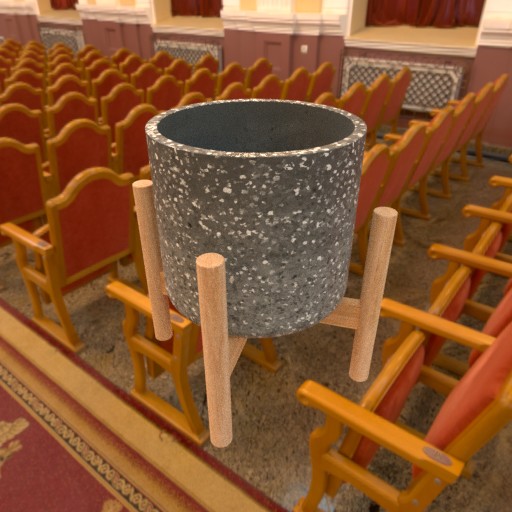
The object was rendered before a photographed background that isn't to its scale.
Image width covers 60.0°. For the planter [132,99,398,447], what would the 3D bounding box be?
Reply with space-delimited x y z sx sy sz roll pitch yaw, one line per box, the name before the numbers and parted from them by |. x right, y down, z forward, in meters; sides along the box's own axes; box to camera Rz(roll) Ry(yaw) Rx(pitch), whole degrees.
planter | 0.000 0.000 0.536 0.284 0.320 0.284 22 38 32
